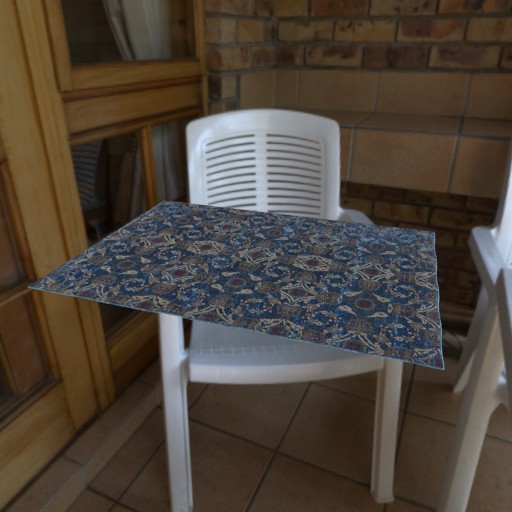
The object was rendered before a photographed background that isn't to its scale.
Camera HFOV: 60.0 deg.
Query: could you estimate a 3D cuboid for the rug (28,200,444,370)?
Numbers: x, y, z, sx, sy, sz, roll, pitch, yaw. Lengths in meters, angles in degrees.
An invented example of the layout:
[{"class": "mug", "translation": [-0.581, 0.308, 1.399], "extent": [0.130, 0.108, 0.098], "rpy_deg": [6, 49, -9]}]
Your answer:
[{"class": "rug", "translation": [0.000, 0.000, 2.861], "extent": [2.207, 0.014, 1.567], "rpy_deg": [8, 27, 16]}]
